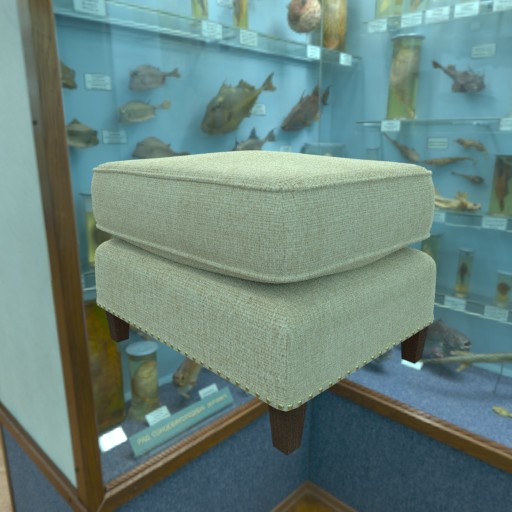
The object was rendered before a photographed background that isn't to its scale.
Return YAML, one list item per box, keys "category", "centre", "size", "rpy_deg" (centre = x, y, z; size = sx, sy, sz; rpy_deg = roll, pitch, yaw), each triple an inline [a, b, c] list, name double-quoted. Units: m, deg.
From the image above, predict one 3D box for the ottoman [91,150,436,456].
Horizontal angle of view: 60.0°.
- category: "ottoman"
  centre: [0.000, 0.000, 1.158]
  size: [0.589, 0.537, 0.738]
  rpy_deg: [-14, 20, -42]
